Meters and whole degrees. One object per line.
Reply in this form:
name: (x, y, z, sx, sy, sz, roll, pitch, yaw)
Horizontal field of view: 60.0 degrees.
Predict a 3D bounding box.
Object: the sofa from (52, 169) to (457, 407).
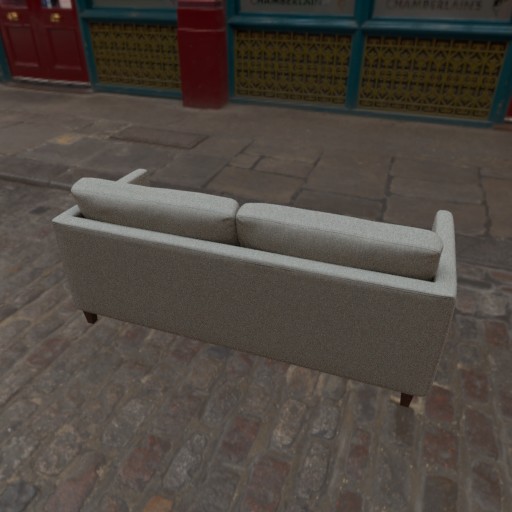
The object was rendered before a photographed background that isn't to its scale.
sofa: (0.000, 0.000, 2.742, 2.208, 0.963, 0.956, 11, 33, 17)
